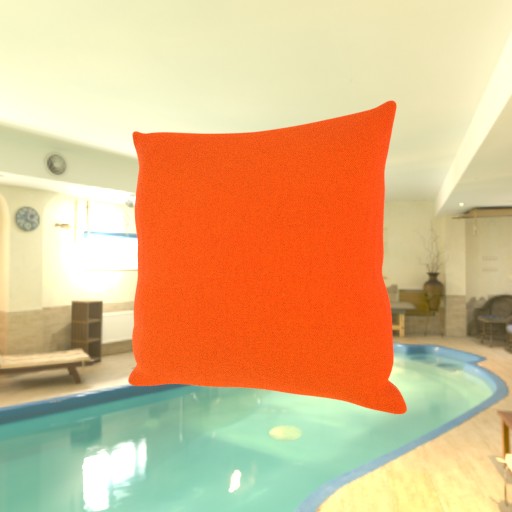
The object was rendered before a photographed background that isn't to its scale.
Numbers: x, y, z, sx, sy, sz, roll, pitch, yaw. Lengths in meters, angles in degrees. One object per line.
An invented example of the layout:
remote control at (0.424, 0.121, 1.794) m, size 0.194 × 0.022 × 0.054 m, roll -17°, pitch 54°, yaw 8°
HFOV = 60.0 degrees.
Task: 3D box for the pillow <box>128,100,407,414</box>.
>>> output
pillow at (0.000, 0.000, 0.688) m, size 0.440 × 0.441 × 0.182 m, roll 0°, pitch -1°, yaw 17°
